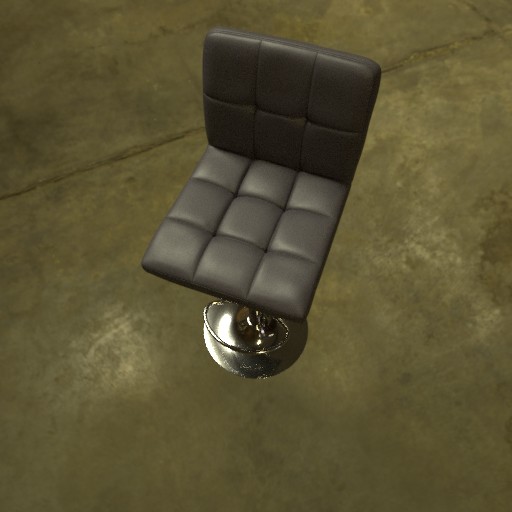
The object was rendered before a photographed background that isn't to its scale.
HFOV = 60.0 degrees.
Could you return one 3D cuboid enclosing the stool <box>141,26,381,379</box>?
[{"bbox_3d":[0.000,0.000,1.341,0.430,1.115,0.505,17,60,11],"label":"stool"}]
